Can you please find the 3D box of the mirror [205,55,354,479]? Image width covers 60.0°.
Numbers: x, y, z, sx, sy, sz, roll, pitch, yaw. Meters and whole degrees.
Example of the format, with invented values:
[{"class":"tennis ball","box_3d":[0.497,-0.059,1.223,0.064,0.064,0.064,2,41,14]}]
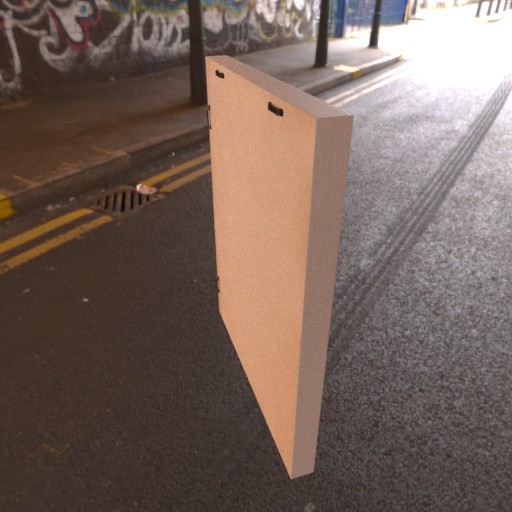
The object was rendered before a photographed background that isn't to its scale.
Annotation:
[{"class":"mirror","box_3d":[0.000,0.000,0.669,0.041,0.508,0.405,-10,33,-16]}]
